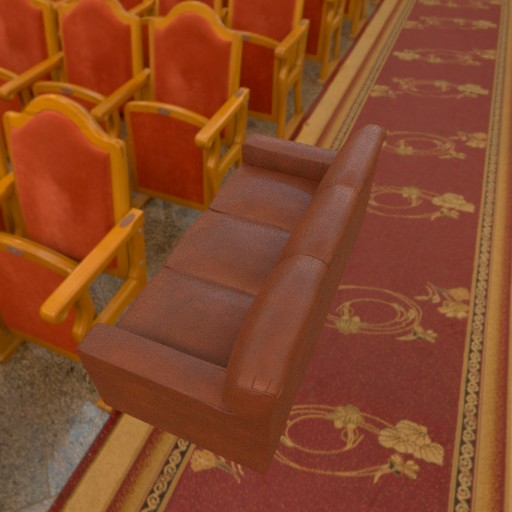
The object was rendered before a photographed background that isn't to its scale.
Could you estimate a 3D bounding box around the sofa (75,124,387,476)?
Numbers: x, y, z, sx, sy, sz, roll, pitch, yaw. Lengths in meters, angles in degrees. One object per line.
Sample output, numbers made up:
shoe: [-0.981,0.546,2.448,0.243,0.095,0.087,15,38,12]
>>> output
sofa: [0.000,0.000,2.612,1.008,0.953,2.039,17,48,16]
